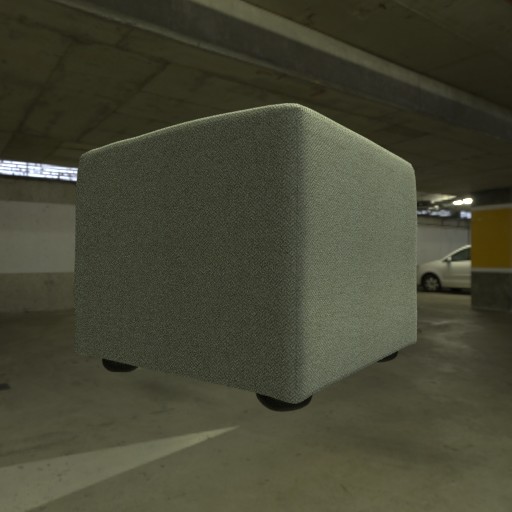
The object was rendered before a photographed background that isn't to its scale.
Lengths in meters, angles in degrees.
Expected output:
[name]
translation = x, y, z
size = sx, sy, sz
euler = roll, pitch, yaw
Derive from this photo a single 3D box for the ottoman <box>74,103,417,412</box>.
[ottoman]
translation = 0.000, 0.000, 0.911
size = 0.512, 0.453, 0.521
euler = 0, 0, 36
